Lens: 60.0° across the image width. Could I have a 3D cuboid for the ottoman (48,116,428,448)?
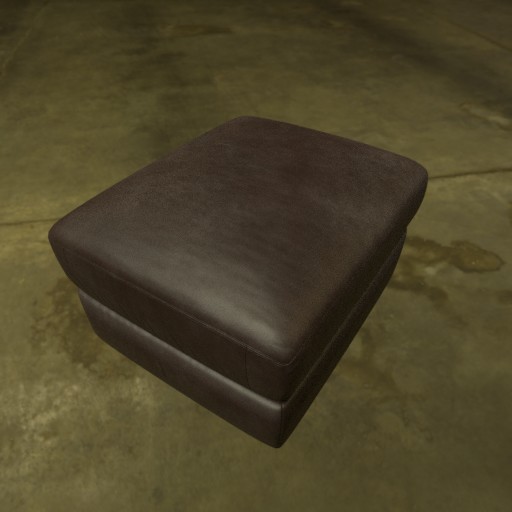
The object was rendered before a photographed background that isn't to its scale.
[{"bbox_3d":[0.000,0.000,1.246,0.670,0.569,0.806,23,45,25],"label":"ottoman"}]
